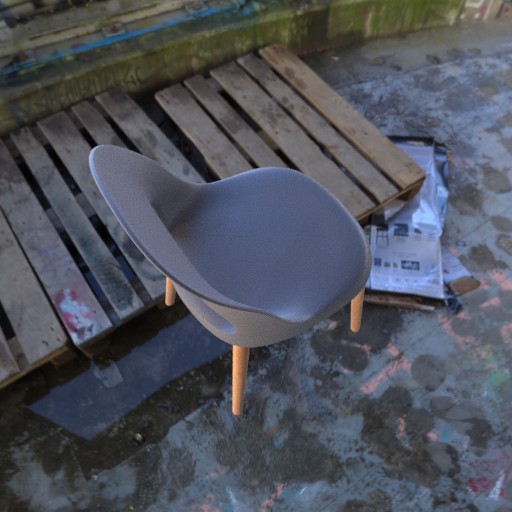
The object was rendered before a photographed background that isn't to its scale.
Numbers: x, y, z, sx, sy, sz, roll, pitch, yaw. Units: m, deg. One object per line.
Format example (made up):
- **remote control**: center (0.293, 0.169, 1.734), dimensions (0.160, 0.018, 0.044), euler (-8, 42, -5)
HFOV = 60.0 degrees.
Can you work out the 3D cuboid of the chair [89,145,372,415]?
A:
- **chair**: center (0.000, 0.000, 1.122), dimensions (0.556, 0.795, 0.470), euler (-30, 63, -17)
